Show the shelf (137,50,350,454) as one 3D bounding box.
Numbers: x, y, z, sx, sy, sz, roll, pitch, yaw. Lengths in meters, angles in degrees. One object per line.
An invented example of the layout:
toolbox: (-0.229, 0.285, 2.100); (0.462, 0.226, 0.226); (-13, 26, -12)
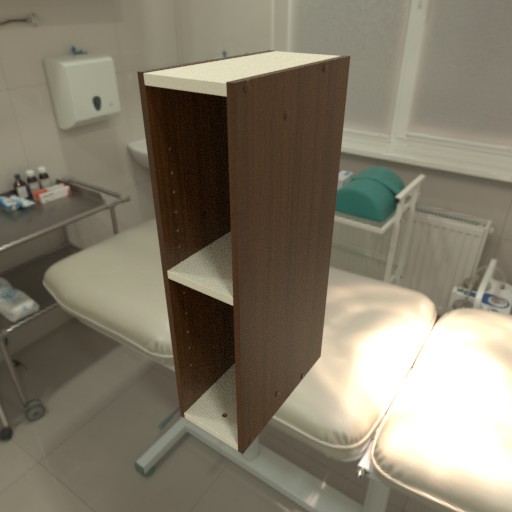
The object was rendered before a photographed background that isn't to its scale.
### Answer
shelf: (0.000, 0.000, 0.745); (0.147, 0.600, 0.290); (19, 35, 29)
